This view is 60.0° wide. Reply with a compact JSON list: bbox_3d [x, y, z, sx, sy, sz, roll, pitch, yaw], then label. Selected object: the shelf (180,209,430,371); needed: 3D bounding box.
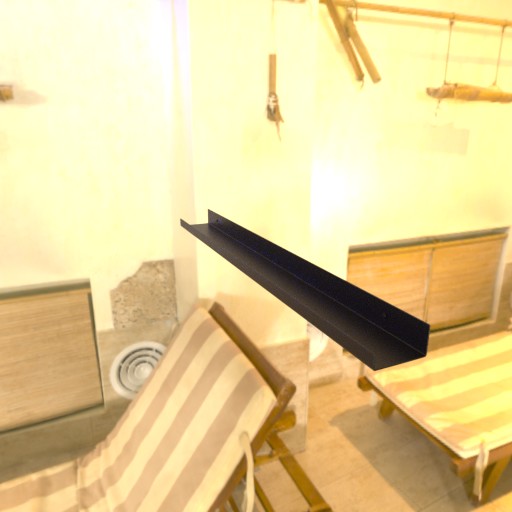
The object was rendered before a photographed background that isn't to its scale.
[{"bbox_3d":[0.000,0.000,0.985,0.092,0.049,0.924,-8,18,-24],"label":"shelf"}]
